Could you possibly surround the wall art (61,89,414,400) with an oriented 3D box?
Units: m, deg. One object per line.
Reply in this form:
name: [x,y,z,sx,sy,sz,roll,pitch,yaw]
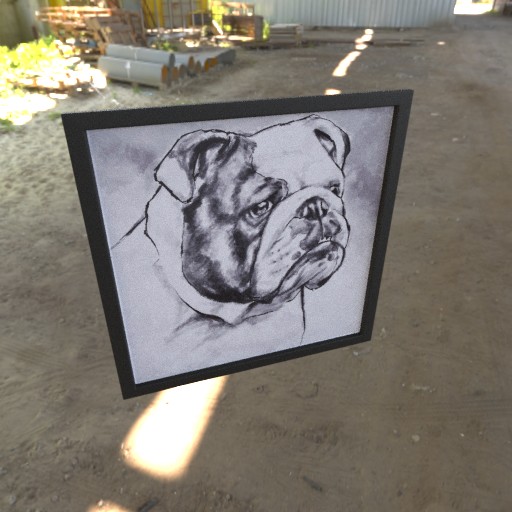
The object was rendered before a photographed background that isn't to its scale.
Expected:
wall art: [0.000,0.000,0.972,0.663,0.659,0.016,-10,32,-16]
